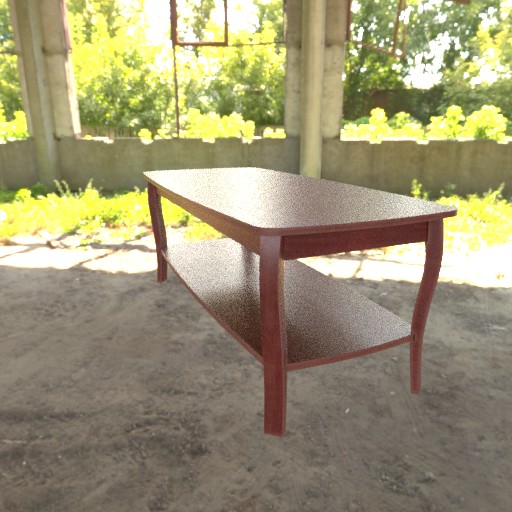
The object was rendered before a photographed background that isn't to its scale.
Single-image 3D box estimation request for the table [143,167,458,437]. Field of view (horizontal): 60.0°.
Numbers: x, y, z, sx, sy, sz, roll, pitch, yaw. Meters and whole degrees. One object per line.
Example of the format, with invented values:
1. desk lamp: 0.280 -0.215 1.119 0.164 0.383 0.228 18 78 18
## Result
1. table: 0.000 0.000 1.482 0.561 0.473 1.216 -7 18 -23
